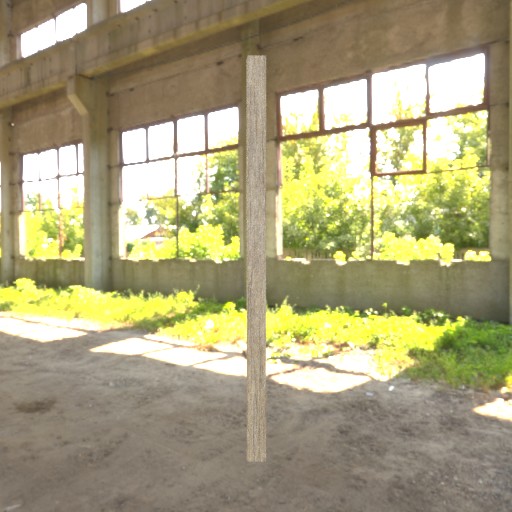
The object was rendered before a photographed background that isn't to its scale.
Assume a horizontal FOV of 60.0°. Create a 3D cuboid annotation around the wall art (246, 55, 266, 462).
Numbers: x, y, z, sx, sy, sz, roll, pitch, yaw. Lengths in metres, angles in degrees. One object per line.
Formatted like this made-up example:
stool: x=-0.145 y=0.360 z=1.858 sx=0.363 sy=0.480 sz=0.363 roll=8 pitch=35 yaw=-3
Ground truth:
wall art: x=0.000 y=0.000 z=0.928 sx=0.026 sy=0.535 sz=0.690 roll=0 pitch=1 yaw=0
